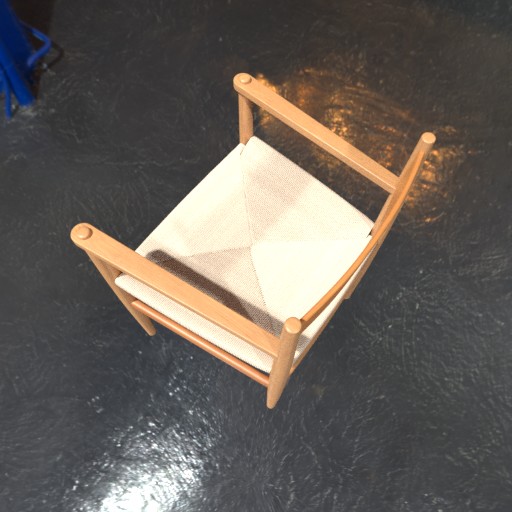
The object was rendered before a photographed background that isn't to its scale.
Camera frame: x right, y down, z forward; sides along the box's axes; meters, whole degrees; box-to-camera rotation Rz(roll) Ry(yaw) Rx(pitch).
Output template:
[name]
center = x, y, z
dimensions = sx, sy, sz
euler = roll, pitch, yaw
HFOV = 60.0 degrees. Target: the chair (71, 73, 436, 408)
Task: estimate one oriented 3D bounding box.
[chair]
center = 0.000, 0.000, 1.097
dimensions = 0.495, 0.762, 0.556
euler = 33, 68, 16
